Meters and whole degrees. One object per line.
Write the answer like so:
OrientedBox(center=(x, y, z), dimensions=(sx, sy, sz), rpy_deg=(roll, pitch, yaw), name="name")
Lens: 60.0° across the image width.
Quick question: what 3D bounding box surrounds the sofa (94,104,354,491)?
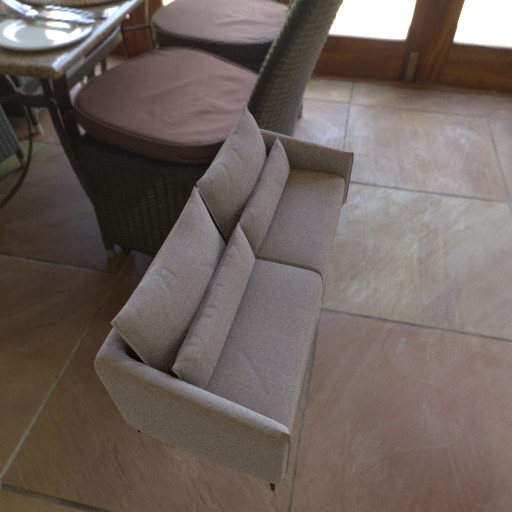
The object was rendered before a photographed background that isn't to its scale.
OrientedBox(center=(0.000, 0.000, 2.406), dimensions=(0.809, 0.833, 2.022), rpy_deg=(11, 47, 11), name="sofa")
